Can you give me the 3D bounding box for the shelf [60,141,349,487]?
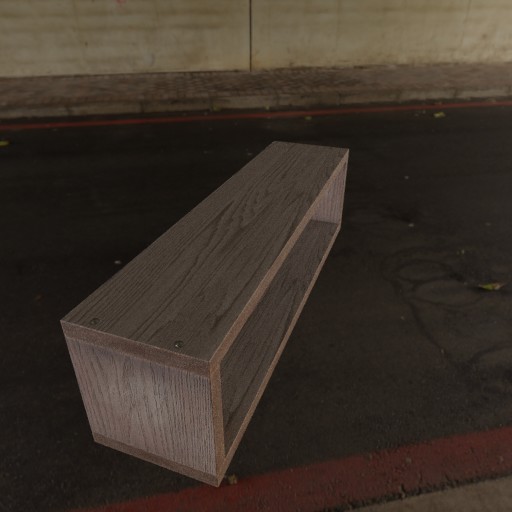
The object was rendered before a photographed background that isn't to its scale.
[{"bbox_3d":[0.000,0.000,0.668,0.150,0.170,0.610,11,32,18],"label":"shelf"}]
